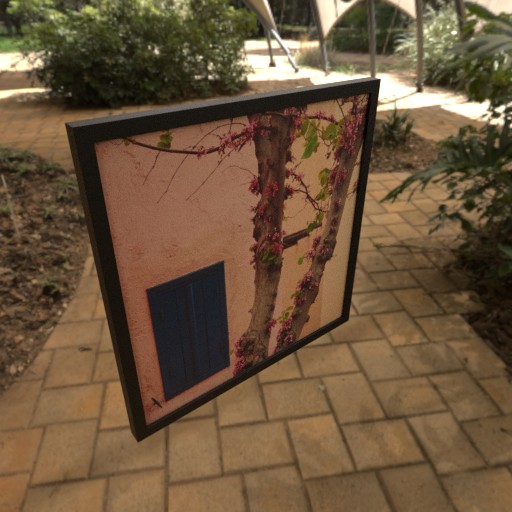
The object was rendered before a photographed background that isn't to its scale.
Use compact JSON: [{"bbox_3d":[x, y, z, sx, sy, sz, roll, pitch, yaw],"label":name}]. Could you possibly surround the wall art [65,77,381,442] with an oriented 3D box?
[{"bbox_3d":[0.000,0.000,1.103,0.762,0.762,0.038,-22,37,-32],"label":"wall art"}]
